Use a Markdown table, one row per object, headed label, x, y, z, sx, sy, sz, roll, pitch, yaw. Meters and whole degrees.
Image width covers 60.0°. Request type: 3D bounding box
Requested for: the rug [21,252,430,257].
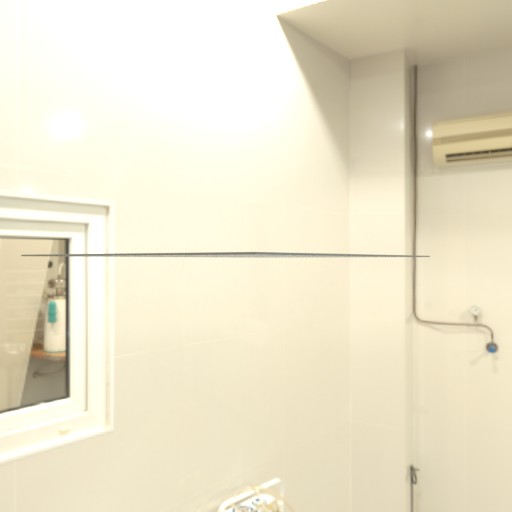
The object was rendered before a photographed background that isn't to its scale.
| label | x | y | z | sx | sy | sz | roll | pitch | yaw |
| --- | --- | --- | --- | --- | --- | --- | --- | --- | --- |
| rug | 0.000 | 0.000 | 4.292 | 2.393 | 0.013 | 3.307 | 0 | -1 | 36 |
